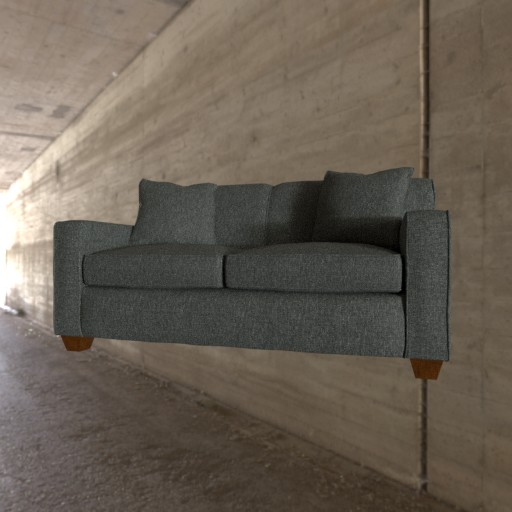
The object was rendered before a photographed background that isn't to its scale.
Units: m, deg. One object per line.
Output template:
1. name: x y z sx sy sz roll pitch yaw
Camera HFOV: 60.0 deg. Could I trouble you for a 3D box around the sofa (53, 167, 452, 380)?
1. sofa: 0.000 0.000 2.367 1.846 0.958 0.998 0 0 18
